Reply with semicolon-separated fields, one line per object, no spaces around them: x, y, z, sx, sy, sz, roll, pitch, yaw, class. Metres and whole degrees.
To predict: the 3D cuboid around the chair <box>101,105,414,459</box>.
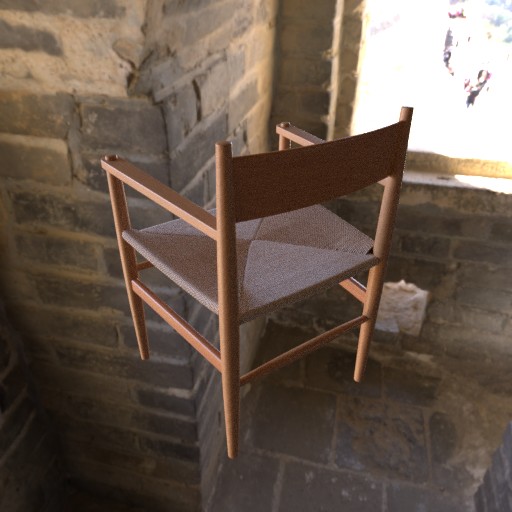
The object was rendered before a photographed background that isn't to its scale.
0.000;0.000;1.122;0.556;0.762;0.495;-20;36;-29;chair
